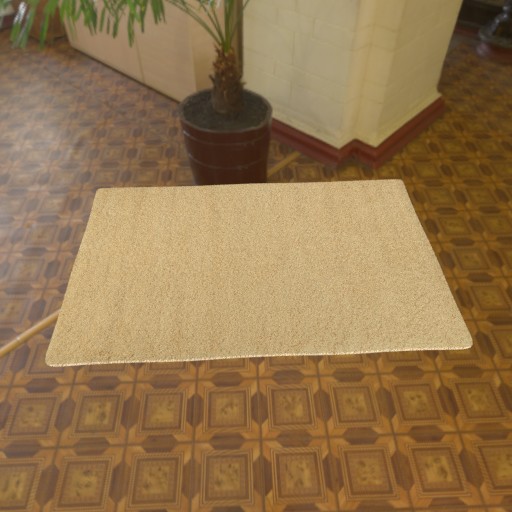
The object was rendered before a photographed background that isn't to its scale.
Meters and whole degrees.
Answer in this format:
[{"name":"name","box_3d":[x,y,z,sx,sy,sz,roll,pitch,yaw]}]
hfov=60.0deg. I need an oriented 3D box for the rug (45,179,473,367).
[{"name":"rug","box_3d":[0.000,0.000,2.914,2.349,0.026,1.500,-2,47,-2]}]
